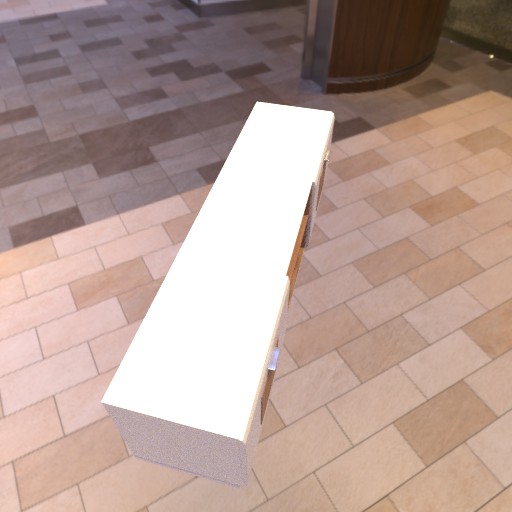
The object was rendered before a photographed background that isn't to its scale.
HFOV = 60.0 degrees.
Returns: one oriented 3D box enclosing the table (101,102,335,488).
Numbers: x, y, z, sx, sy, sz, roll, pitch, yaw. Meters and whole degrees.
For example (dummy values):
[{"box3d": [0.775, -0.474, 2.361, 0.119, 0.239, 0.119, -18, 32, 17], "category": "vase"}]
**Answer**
[{"box3d": [0.000, 0.000, 1.752, 0.400, 0.440, 1.550, 11, 49, 10], "category": "table"}]
